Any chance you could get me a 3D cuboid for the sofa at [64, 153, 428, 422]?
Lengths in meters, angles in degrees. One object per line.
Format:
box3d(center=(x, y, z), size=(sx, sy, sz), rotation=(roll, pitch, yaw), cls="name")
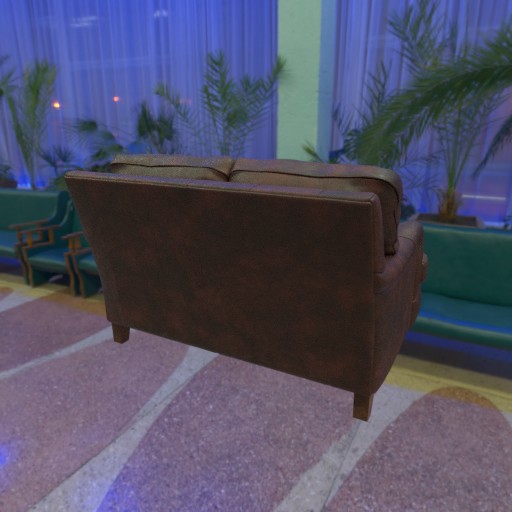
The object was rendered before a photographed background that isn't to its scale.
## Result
box3d(center=(0.000, 0.000, 2.385), size=(1.628, 1.070, 1.148), rotation=(9, 19, 28), cls="sofa")
